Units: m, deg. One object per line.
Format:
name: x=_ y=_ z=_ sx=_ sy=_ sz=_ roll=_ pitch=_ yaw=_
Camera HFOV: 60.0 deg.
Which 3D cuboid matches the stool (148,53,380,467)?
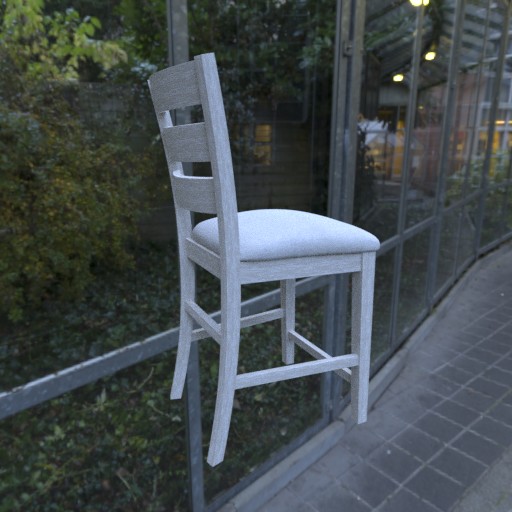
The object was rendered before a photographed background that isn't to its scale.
stool: x=0.000 y=0.000 z=1.343 sx=0.569 sy=1.032 sz=0.484 roll=-7 pitch=16 yaw=-26
